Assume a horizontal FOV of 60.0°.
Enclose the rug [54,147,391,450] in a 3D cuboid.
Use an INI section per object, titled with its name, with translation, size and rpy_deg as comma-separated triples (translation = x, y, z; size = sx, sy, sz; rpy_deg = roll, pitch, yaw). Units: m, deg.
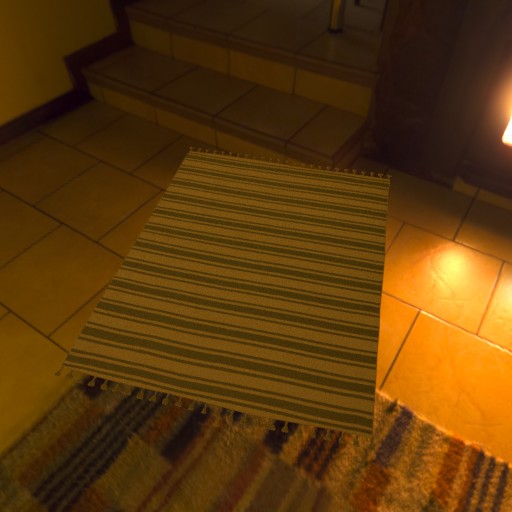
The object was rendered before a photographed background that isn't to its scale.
[rug]
translation = 0.000, 0.000, 4.254
size = 2.439, 0.005, 3.201
rpy_deg = 10, 48, 9
